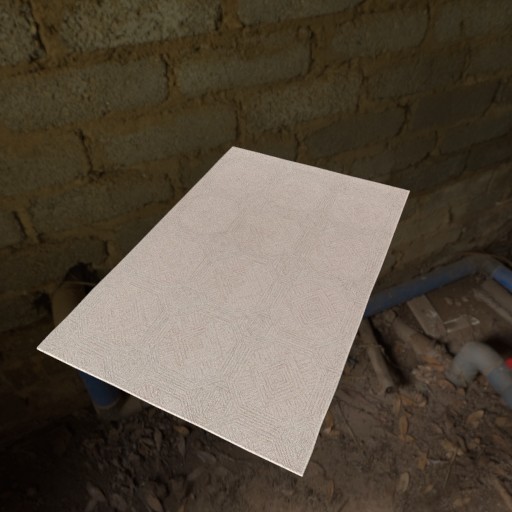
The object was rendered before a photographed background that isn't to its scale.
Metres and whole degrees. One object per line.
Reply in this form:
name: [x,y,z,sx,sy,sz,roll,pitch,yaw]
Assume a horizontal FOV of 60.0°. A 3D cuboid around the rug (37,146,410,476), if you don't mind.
rug: [0.000,0.000,2.315,1.236,0.009,1.839,18,47,18]
